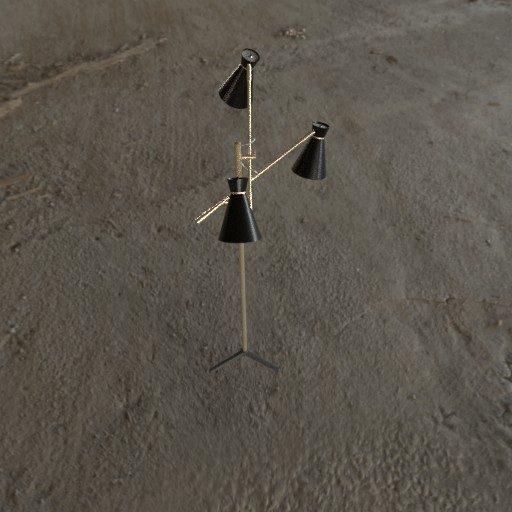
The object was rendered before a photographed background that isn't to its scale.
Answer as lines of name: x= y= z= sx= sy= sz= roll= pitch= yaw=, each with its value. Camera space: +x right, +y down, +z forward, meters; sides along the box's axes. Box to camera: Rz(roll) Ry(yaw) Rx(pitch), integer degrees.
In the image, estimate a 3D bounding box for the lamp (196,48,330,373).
lamp: x=0.000 y=0.000 z=2.217 sx=0.653 sy=1.804 sz=0.750 roll=-24 pitch=51 yaw=-20
